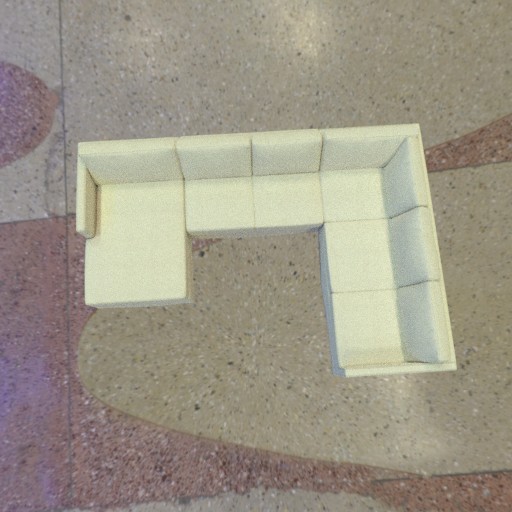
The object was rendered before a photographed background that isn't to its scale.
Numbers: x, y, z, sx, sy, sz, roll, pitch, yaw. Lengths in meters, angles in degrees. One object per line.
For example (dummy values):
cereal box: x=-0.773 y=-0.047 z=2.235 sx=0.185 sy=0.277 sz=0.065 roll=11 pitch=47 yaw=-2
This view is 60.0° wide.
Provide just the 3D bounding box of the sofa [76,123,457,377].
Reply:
sofa: x=0.000 y=0.000 z=4.422 sx=3.464 sy=0.882 sz=2.448 roll=-4 pitch=78 yaw=-1
